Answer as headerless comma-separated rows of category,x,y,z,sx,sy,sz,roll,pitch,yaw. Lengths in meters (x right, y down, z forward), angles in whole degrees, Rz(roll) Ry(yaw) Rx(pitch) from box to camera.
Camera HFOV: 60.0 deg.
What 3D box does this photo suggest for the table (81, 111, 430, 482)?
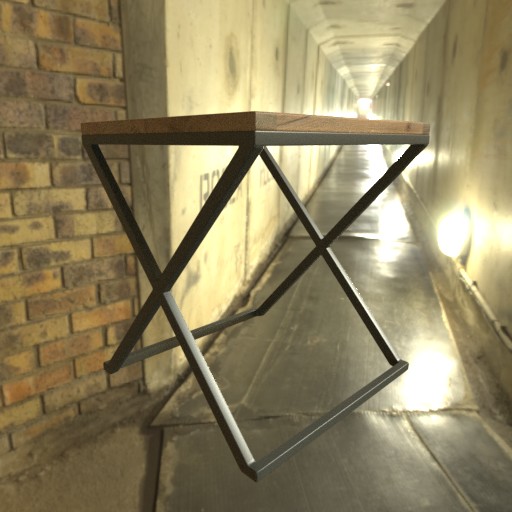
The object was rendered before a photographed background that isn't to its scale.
table,0.000,0.000,0.953,0.498,0.550,0.499,14,20,43
